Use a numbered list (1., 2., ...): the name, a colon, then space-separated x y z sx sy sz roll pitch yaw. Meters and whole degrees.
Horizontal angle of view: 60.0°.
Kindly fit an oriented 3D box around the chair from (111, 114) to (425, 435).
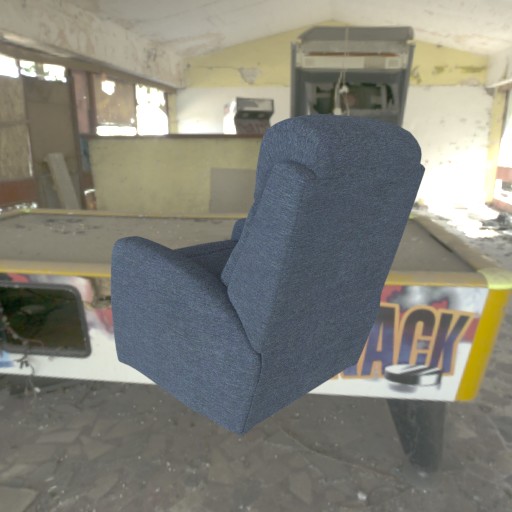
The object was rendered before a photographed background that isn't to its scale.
1. chair: 0.000 0.000 1.730 1.043 1.013 0.798 14 20 43
